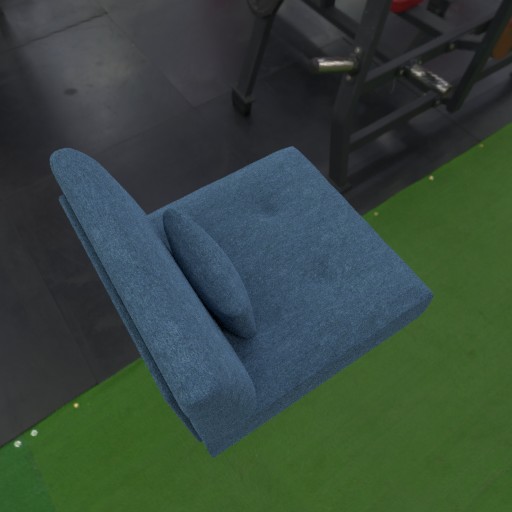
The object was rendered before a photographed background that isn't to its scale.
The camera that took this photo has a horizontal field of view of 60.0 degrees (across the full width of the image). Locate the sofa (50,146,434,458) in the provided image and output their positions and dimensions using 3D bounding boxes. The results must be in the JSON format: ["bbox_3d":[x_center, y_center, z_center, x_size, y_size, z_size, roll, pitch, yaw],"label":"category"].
[{"bbox_3d":[0.000,0.000,1.619,1.000,0.820,0.930,-29,64,-16],"label":"sofa"}]
